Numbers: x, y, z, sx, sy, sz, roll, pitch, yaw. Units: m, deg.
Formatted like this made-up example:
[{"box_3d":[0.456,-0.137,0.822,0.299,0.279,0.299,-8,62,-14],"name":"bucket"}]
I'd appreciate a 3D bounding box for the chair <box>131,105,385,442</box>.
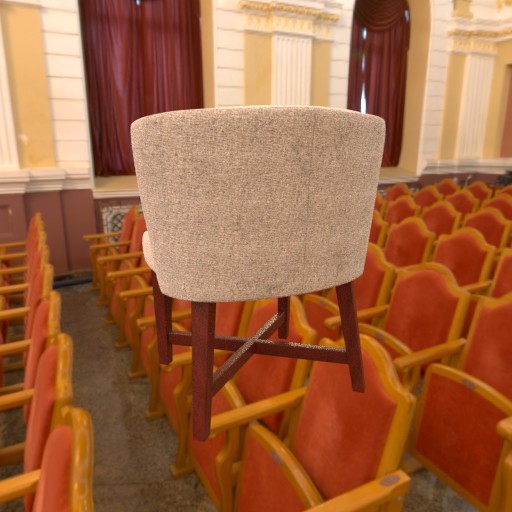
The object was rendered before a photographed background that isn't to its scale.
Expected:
[{"box_3d":[0.000,0.000,1.343,0.728,0.827,0.575,-7,16,-26],"name":"chair"}]
